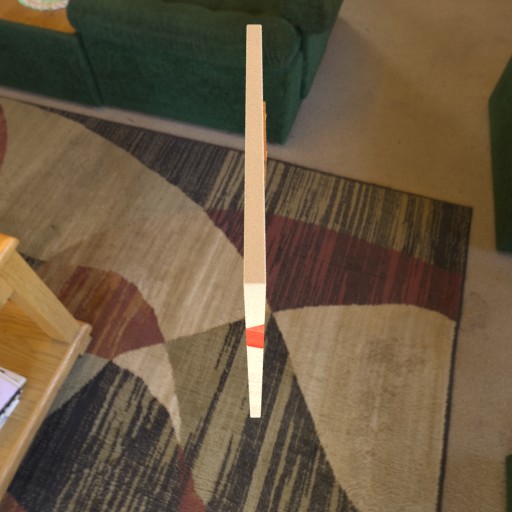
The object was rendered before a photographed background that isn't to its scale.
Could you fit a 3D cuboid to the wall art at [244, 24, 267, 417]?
[{"bbox_3d":[0.000,0.000,1.124,0.036,0.848,0.613,0,58,0],"label":"wall art"}]
